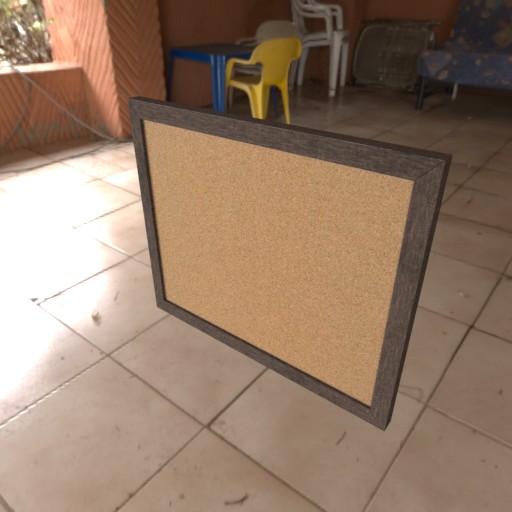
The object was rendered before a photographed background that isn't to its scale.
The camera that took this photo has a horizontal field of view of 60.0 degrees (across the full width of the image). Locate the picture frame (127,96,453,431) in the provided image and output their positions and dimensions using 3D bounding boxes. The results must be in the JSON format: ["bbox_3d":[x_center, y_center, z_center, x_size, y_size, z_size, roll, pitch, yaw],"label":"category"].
[{"bbox_3d":[0.000,0.000,0.756,0.546,0.455,0.026,21,37,31],"label":"picture frame"}]
